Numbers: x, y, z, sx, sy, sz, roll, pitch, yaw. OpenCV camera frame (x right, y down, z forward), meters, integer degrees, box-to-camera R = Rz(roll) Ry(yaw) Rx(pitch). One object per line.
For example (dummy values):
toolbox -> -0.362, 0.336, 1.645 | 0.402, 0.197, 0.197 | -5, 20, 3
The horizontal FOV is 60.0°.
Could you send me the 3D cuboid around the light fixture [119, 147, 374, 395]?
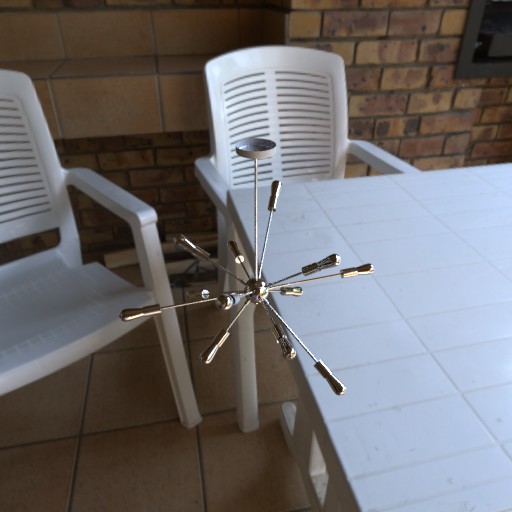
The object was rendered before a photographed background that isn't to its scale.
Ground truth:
light fixture -> 0.000, 0.000, 1.087 | 0.684, 0.558, 0.509 | -10, 34, -15
